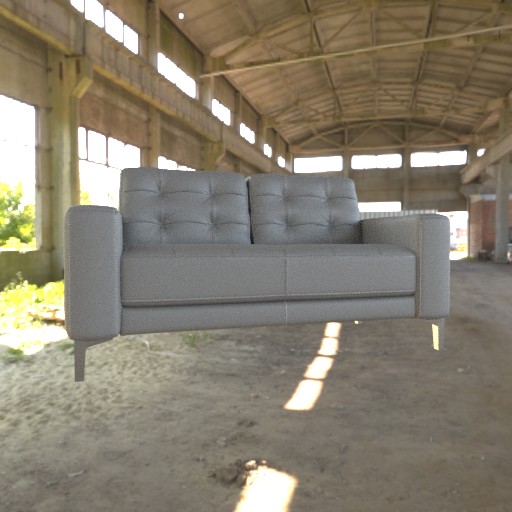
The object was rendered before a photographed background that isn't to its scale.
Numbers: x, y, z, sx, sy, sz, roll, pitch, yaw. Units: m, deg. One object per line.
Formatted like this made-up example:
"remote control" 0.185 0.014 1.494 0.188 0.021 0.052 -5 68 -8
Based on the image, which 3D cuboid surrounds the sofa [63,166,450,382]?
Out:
"sofa" 0.000 0.000 2.232 1.726 0.892 0.833 0 2 -18
